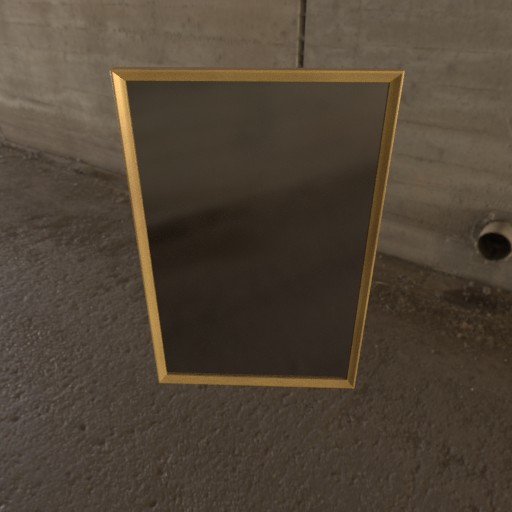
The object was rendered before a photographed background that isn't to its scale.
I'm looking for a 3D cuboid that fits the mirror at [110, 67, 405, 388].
[{"bbox_3d":[0.000,0.000,1.164,0.609,0.915,0.041,1,31,2],"label":"mirror"}]
